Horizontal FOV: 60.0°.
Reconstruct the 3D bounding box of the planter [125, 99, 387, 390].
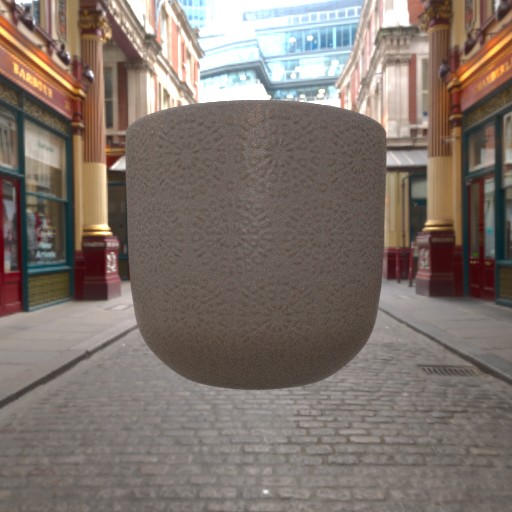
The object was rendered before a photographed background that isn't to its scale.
[{"bbox_3d":[0.000,0.000,0.369,0.208,0.190,0.208,0,0,0],"label":"planter"}]
